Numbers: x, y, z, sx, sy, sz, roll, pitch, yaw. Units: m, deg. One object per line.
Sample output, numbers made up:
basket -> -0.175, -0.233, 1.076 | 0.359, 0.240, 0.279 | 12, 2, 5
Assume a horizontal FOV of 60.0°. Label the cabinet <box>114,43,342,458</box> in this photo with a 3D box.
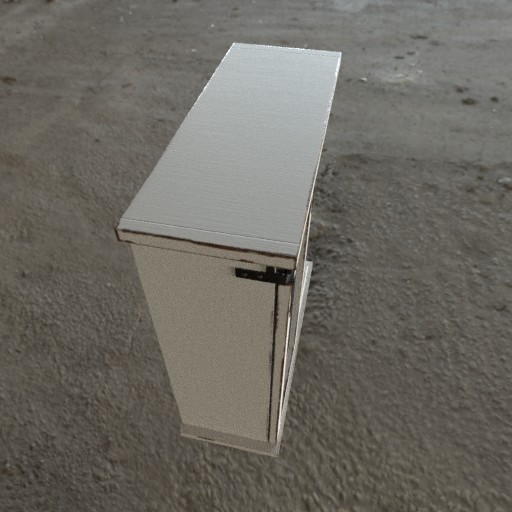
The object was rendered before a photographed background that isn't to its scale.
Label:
cabinet -> 0.000, 0.000, 0.886 | 0.210, 0.603, 0.541 | 9, 47, 9
